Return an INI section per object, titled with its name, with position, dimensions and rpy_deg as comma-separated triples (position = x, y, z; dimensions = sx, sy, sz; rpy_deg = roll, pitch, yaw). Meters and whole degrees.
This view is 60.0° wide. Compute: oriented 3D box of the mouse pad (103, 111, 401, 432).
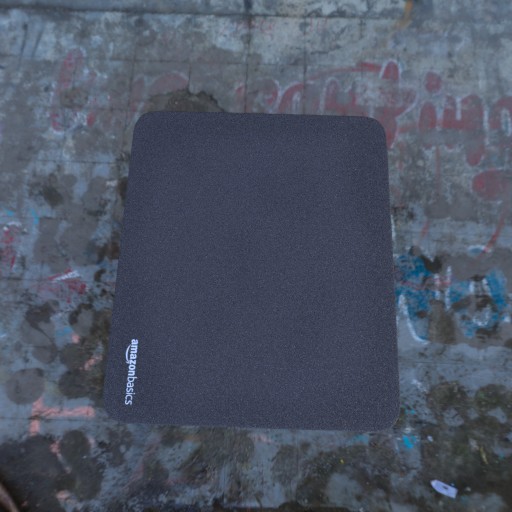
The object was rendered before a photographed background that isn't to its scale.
[mouse pad]
position = 0.000, 0.000, 0.342
dimensions = 0.211, 0.002, 0.249
rpy_deg = 2, 75, 0
